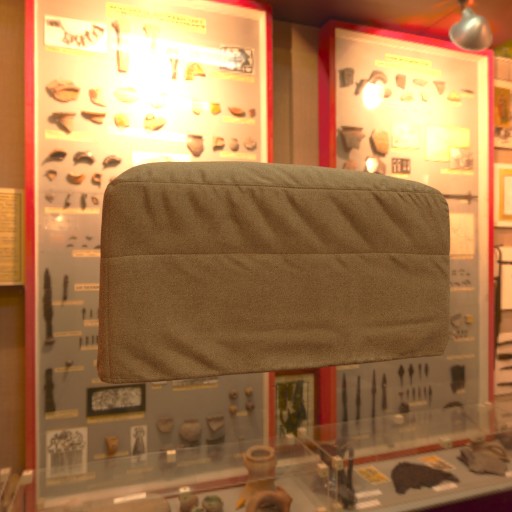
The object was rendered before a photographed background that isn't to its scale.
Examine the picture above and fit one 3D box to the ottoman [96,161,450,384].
[{"bbox_3d":[0.000,0.000,1.257,0.837,0.481,0.683,0,0,-18],"label":"ottoman"}]
